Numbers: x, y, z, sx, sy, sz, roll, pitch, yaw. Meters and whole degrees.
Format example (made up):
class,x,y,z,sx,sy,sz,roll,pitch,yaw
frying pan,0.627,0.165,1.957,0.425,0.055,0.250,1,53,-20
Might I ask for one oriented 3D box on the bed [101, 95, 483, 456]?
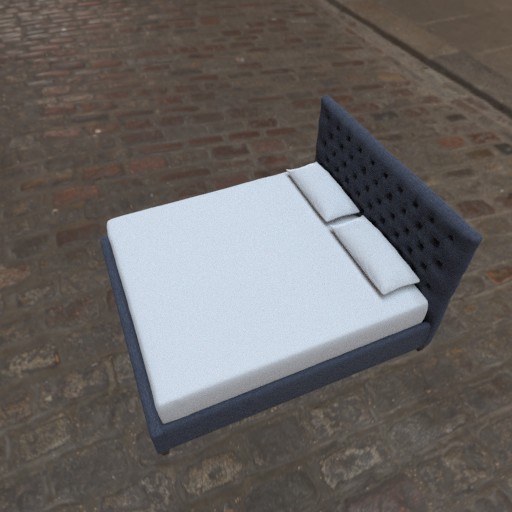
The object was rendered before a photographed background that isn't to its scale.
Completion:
class,x,y,z,sx,sy,sz,roll,pitch,yaw
bed,0.000,0.000,3.697,2.387,1.427,2.078,-17,49,-15
